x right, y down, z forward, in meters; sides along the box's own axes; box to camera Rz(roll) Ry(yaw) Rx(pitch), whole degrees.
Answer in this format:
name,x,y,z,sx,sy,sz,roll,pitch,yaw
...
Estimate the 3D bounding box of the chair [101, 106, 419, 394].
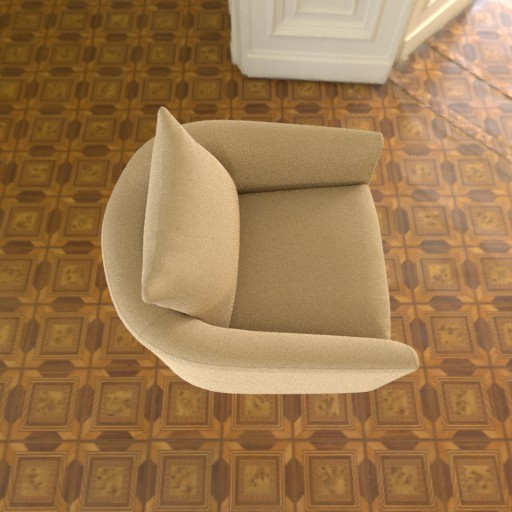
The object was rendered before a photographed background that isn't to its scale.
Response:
name,x,y,z,sx,sy,sz,roll,pitch,yaw
chair,0.000,0.000,1.525,0.910,0.848,0.845,-1,66,0
